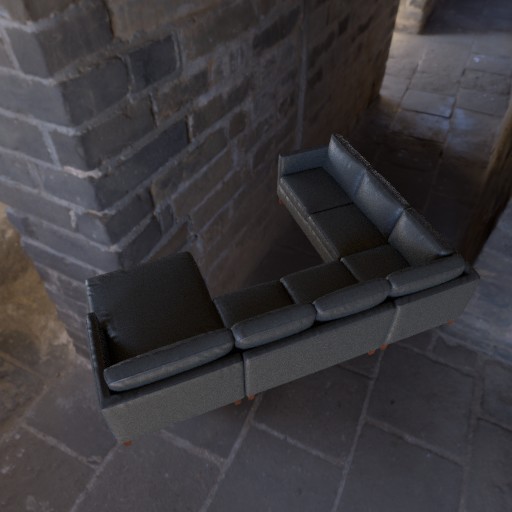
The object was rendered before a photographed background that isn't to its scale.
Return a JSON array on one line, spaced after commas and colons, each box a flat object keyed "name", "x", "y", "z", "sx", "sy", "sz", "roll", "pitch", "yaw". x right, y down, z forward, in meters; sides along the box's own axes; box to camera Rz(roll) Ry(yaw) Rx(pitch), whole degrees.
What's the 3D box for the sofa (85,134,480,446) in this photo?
[{"name": "sofa", "x": 0.000, "y": 0.000, "z": 4.609, "sx": 3.460, "sy": 0.923, "sz": 2.593, "roll": -16, "pitch": 48, "yaw": -15}]
